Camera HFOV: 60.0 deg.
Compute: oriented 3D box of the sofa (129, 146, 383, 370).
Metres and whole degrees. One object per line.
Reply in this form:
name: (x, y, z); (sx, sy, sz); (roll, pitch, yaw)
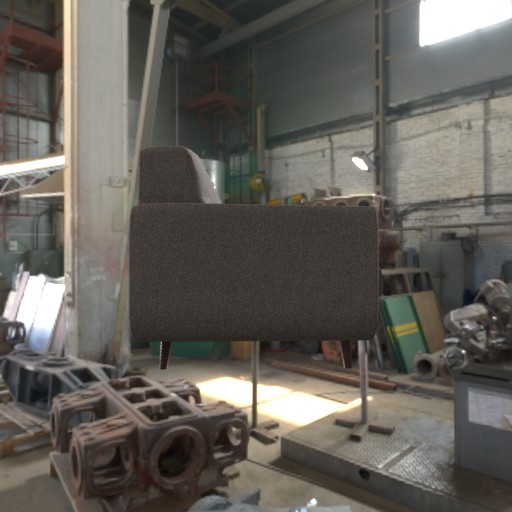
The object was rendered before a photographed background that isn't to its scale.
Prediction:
sofa: (0.000, 0.000, 2.513); (0.909, 0.841, 2.029); (0, 0, -1)
